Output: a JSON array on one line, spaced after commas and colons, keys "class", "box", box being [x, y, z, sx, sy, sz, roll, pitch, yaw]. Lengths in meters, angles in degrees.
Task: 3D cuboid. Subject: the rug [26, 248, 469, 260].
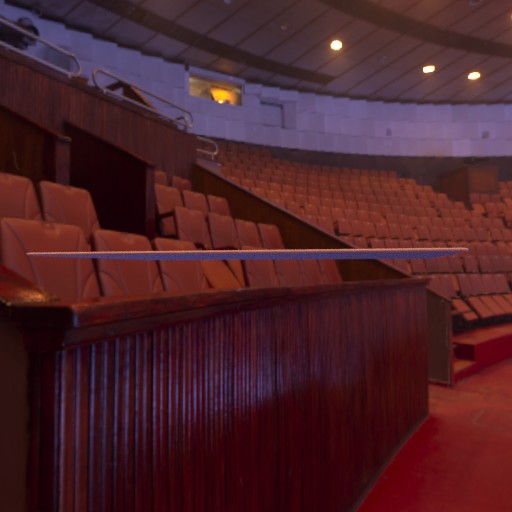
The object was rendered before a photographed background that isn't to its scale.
[{"class": "rug", "box": [0.000, 0.000, 2.110, 1.678, 0.013, 1.078, 0, -2, 16]}]
